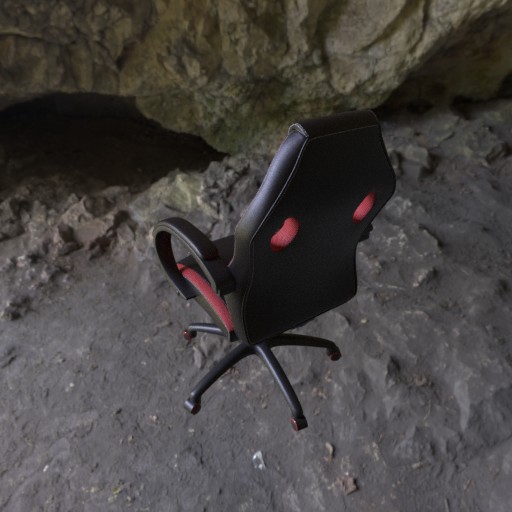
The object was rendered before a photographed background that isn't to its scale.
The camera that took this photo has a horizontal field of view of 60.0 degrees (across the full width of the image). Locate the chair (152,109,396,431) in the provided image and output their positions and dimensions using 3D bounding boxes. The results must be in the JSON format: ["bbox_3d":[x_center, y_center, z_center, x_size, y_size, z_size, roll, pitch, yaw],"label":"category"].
[{"bbox_3d":[0.000,0.000,1.702,0.750,1.189,0.783,-20,36,-29],"label":"chair"}]
